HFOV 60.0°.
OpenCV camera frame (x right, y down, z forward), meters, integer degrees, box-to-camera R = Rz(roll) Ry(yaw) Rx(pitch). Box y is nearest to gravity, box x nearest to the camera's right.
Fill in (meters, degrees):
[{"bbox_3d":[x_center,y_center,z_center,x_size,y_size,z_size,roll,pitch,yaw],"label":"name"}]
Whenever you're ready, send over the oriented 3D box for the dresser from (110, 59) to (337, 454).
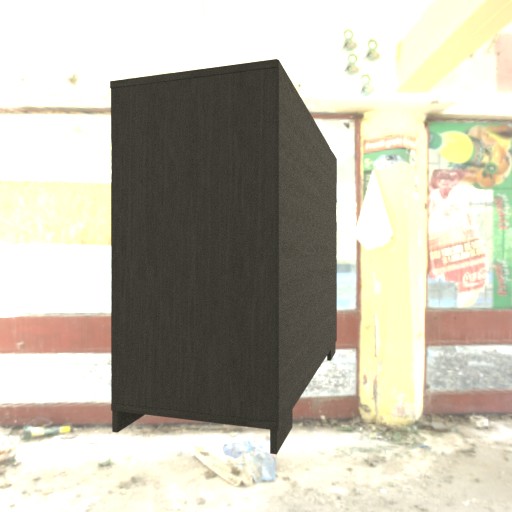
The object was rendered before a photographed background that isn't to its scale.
[{"bbox_3d":[0.000,0.000,1.444,0.404,0.816,0.994,0,0,17],"label":"dresser"}]
